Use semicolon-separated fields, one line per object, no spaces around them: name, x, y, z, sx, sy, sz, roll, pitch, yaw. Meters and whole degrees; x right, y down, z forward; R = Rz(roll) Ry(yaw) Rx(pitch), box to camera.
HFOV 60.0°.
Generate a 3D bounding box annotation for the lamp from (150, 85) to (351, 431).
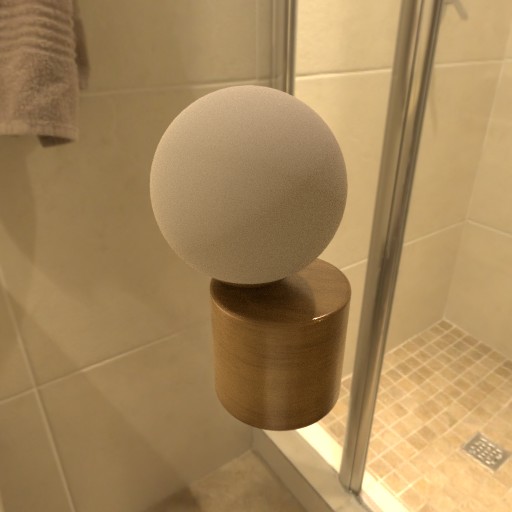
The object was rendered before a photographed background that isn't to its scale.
lamp;0.000;0.000;0.348;0.152;0.250;0.141;8;28;16
